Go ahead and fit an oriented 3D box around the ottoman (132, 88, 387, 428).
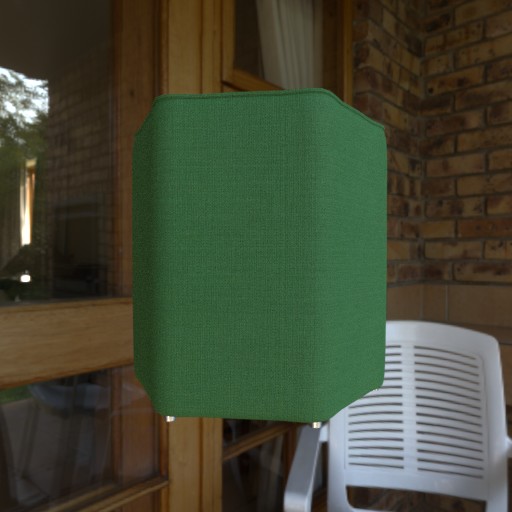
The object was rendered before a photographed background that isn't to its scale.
[{"bbox_3d":[0.000,0.000,0.867,0.444,0.507,0.499,0,0,37],"label":"ottoman"}]
